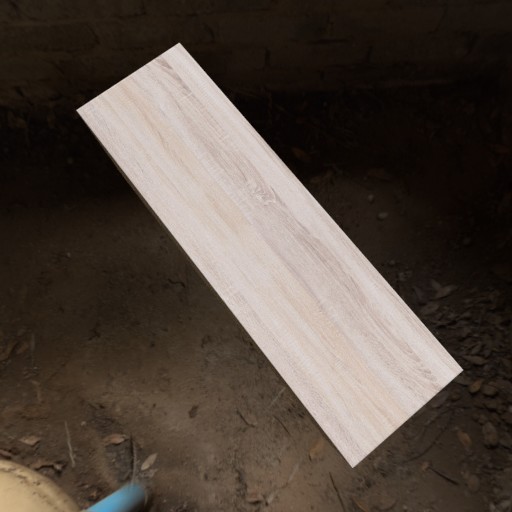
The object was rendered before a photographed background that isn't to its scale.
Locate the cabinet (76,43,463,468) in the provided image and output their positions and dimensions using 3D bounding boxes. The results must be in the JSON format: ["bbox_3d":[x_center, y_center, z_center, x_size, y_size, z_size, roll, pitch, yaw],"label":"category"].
[{"bbox_3d":[0.000,0.000,2.003,0.500,0.780,1.650,-37,79,-8],"label":"cabinet"}]
